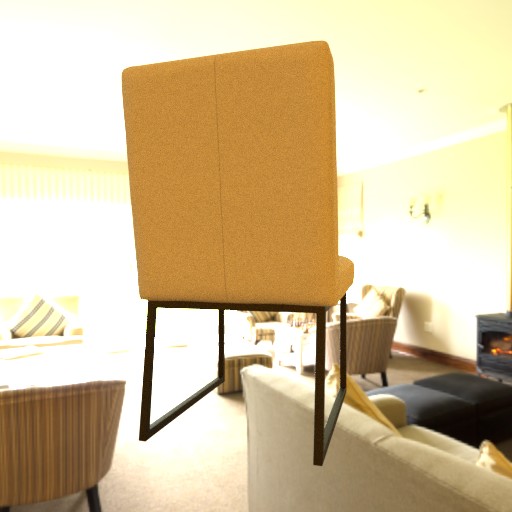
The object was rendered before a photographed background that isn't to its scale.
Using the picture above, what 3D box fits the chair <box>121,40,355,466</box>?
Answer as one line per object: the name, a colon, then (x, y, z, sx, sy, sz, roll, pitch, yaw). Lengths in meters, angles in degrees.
chair: (0.000, 0.000, 1.291, 0.520, 0.930, 0.634, 0, 0, 17)
